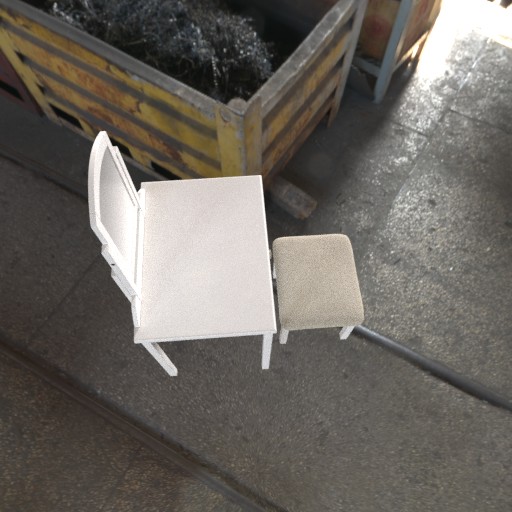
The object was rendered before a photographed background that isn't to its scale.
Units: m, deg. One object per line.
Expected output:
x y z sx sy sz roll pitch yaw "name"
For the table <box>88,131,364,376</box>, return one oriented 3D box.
0.000 0.000 2.288 1.211 1.631 0.876 -4 64 -2 "table"
